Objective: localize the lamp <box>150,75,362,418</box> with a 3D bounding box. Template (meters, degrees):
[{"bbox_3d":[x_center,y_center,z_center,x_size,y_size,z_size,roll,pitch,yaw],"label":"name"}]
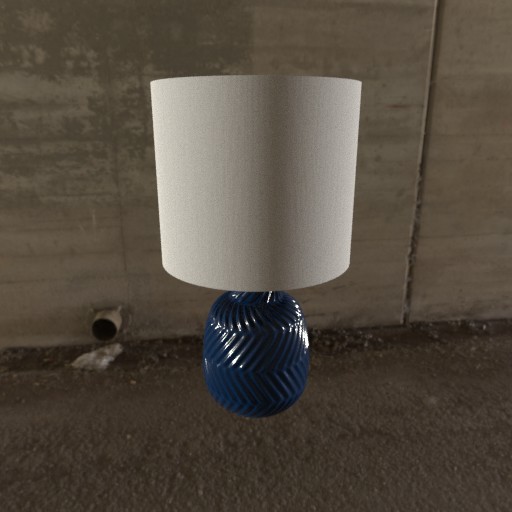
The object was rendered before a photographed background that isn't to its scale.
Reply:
[{"bbox_3d":[0.000,0.000,0.491,0.203,0.368,0.203,-17,24,-42],"label":"lamp"}]
